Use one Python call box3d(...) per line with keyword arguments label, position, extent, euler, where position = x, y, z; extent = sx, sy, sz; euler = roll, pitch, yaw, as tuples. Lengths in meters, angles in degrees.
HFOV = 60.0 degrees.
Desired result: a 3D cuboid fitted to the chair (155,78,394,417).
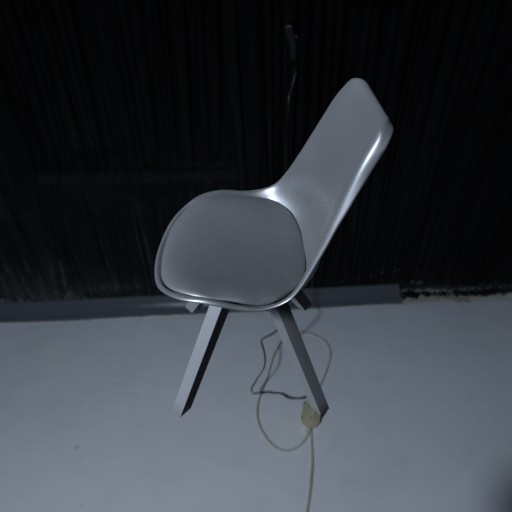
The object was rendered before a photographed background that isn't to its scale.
box3d(label="chair", position=(0.000, 0.000, 1.186), extent=(0.530, 0.850, 0.485), euler=(-1, 41, -1))
